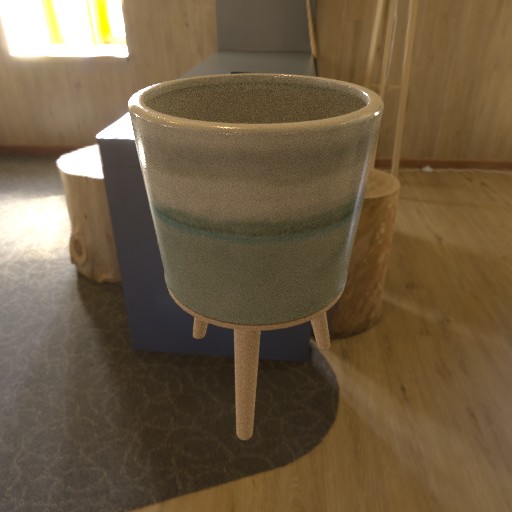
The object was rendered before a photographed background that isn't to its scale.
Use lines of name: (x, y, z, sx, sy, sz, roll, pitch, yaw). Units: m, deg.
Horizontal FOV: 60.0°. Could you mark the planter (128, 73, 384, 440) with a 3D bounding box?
planter: (0.000, 0.000, 0.575, 0.265, 0.404, 0.265, 11, 33, 17)
